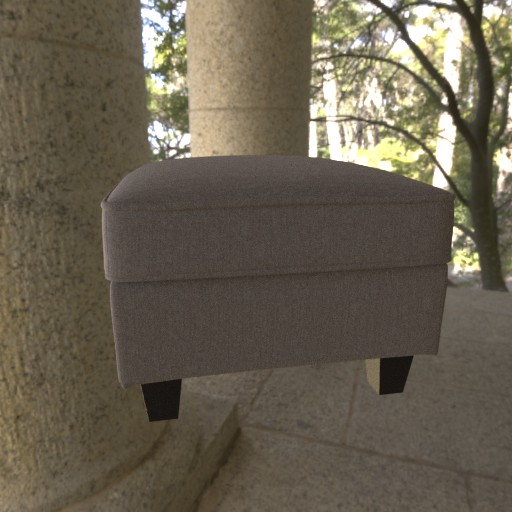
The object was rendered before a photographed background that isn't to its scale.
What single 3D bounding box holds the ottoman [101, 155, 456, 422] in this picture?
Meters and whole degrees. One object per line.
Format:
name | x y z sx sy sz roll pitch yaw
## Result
ottoman | 0.000 0.000 1.380 0.808 0.612 0.871 -3 15 -11
